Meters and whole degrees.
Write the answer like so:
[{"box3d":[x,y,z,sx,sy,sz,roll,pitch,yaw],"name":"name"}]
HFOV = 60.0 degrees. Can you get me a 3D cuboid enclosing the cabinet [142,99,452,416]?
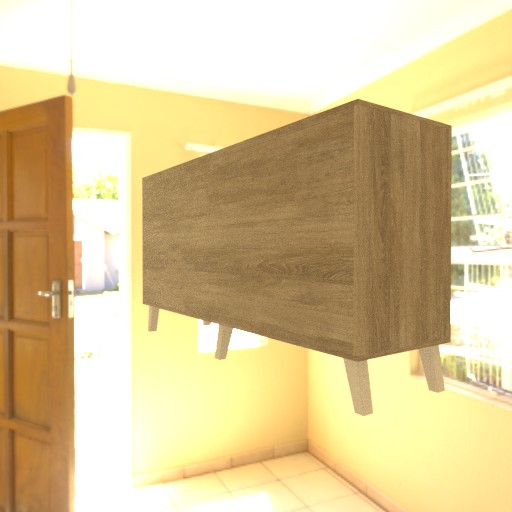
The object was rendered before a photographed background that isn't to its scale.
[{"box3d":[0.000,0.000,1.987,0.450,0.870,1.600,0,1,-35],"name":"cabinet"}]
